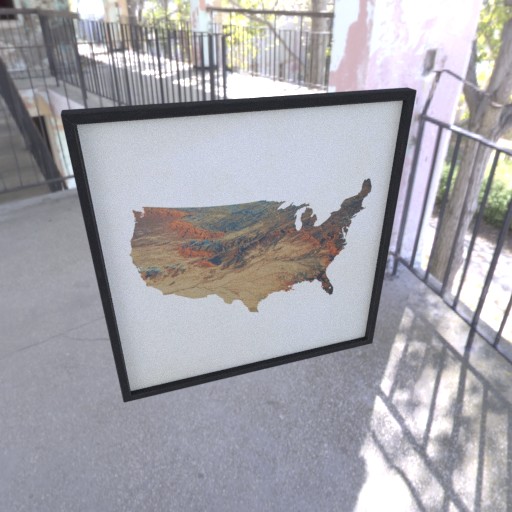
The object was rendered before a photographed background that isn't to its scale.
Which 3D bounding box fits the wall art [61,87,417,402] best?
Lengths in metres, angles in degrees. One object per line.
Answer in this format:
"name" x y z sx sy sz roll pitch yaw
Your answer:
"wall art" 0.000 0.000 0.446 0.304 0.303 0.015 -9 32 -16
